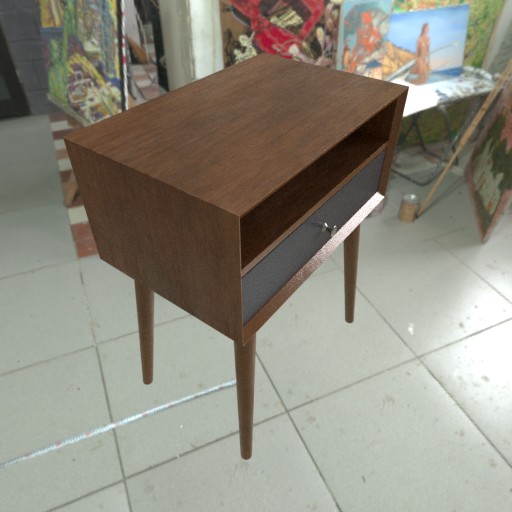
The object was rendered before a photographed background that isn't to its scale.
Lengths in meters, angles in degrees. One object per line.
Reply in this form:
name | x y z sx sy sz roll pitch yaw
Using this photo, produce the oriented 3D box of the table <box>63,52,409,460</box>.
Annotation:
table | 0.000 0.000 0.852 0.307 0.580 0.454 26 47 27
